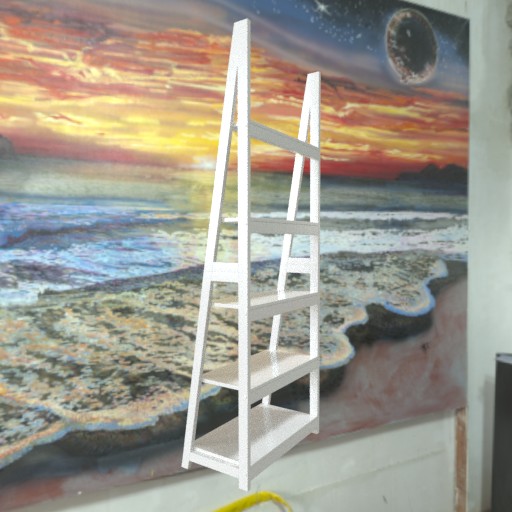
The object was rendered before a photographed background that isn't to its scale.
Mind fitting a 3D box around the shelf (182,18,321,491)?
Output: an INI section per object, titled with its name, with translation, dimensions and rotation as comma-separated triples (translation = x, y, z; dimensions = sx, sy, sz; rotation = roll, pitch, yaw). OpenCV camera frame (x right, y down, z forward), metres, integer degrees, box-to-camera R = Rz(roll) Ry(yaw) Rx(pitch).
[shelf]
translation = 0.000, 0.000, 2.022
dimensions = 0.341, 1.779, 0.636
rotation = 1, 2, 33
